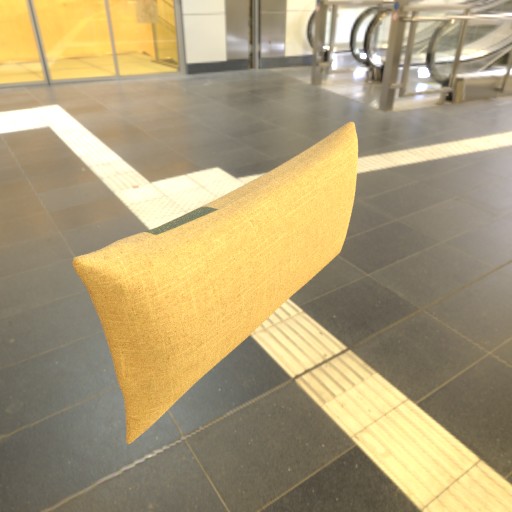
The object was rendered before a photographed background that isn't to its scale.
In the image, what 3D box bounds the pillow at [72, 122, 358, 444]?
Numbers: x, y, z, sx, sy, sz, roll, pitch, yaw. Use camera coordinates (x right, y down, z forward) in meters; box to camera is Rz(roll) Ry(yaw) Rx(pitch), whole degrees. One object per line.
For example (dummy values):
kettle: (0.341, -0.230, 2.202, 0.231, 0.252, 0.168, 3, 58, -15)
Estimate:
pillow: (0.000, 0.000, 1.018, 0.197, 0.429, 0.859, 22, 38, 30)
